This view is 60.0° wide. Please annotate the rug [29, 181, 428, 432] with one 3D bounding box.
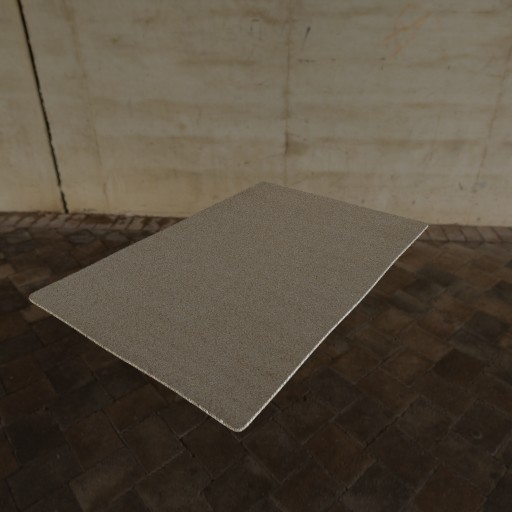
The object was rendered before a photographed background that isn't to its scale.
[{"bbox_3d":[0.000,0.000,3.408,1.798,0.025,2.698,20,35,31],"label":"rug"}]
